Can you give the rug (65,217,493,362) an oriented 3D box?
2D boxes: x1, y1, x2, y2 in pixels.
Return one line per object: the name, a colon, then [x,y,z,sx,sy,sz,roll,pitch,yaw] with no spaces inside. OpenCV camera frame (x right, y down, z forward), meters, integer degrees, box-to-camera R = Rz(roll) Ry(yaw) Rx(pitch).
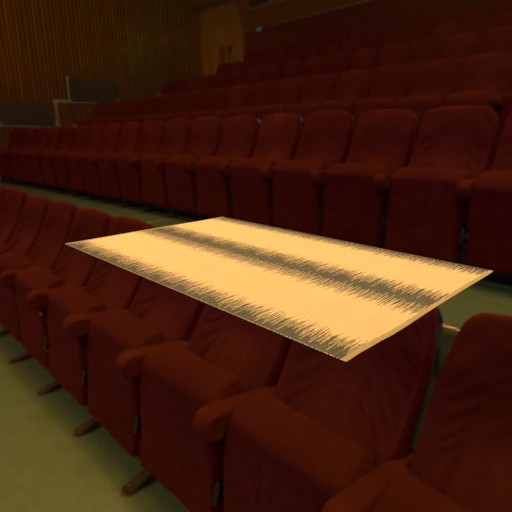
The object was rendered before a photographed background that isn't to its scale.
rug: [0.000,0.000,2.926,1.519,0.003,2.453,-15,22,-43]
